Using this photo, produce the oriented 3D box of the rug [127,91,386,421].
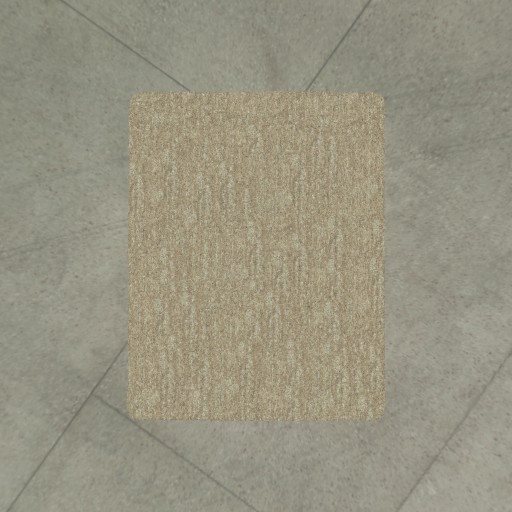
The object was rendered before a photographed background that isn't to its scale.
[{"bbox_3d":[0.000,0.000,3.831,2.242,0.050,2.873,0,90,0],"label":"rug"}]
